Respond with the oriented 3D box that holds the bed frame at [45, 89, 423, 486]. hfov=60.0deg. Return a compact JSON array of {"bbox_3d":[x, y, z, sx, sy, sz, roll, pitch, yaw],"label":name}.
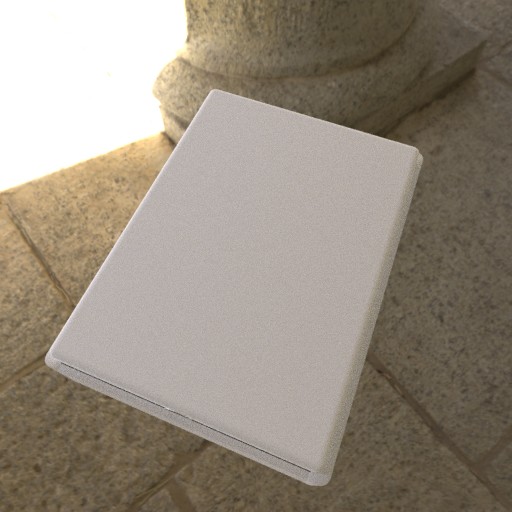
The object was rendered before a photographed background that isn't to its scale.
[{"bbox_3d":[0.000,0.000,2.452,1.400,0.406,1.900,20,64,10],"label":"bed frame"}]
